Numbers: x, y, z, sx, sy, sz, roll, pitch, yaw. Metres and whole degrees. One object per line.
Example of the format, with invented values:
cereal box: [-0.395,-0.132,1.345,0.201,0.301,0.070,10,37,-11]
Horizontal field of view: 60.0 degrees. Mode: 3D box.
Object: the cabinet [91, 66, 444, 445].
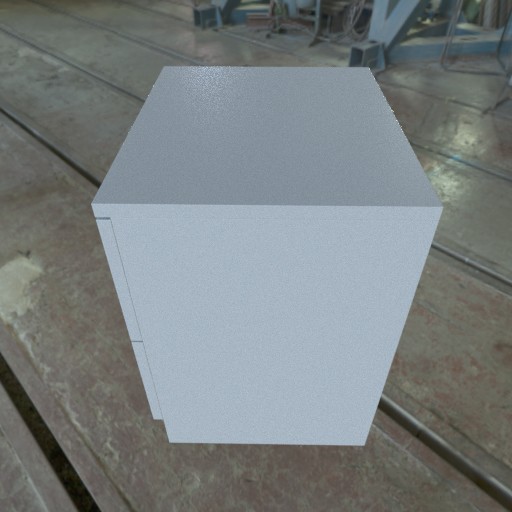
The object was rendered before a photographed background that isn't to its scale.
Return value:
cabinet: [0.000,0.000,0.724,0.360,0.470,0.400,1,41,1]
